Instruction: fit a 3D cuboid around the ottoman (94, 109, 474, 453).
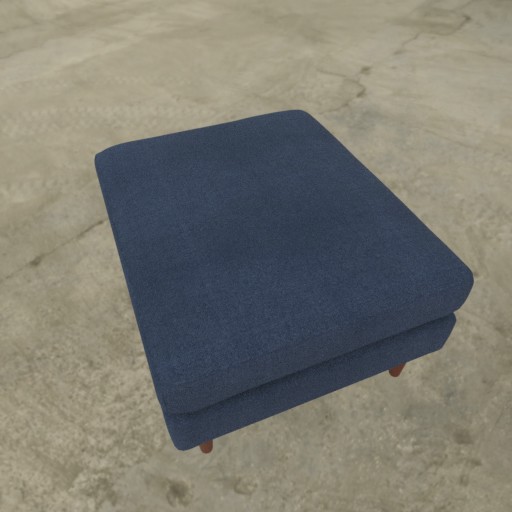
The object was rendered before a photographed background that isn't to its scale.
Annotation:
[{"bbox_3d":[0.000,0.000,1.220,0.693,0.474,0.821,-16,47,-16],"label":"ottoman"}]
